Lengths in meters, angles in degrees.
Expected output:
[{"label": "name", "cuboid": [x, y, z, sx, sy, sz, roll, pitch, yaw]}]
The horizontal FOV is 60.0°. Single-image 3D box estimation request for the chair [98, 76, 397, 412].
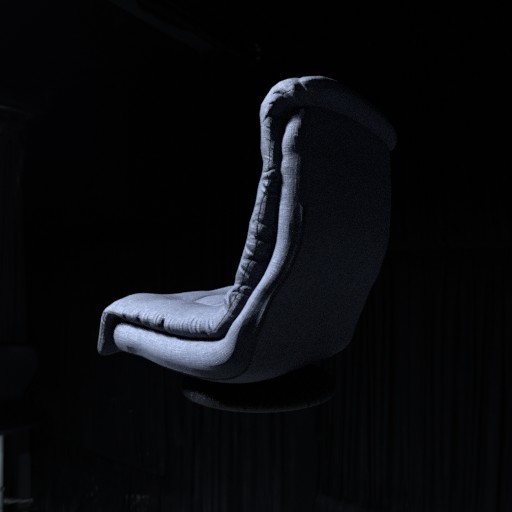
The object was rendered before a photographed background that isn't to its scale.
[{"label": "chair", "cuboid": [0.000, 0.000, 1.233, 0.668, 0.749, 0.597, -1, -1, 36]}]
